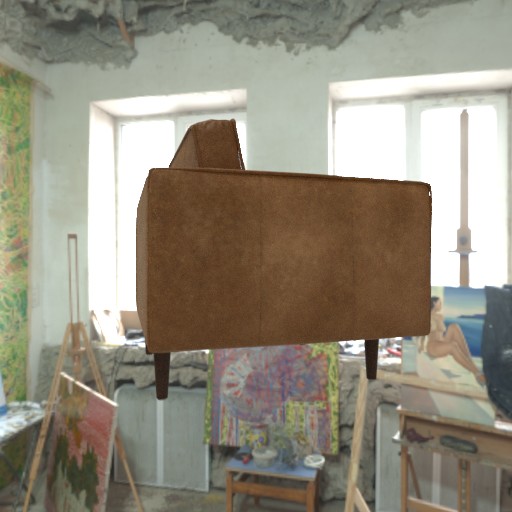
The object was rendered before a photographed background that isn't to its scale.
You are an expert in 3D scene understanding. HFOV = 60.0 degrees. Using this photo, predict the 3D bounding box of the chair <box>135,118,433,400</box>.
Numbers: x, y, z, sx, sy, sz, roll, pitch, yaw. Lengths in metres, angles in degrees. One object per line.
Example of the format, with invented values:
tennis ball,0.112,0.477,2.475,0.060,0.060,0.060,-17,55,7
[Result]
chair,0.000,0.000,1.556,0.798,0.767,0.928,0,0,-17
